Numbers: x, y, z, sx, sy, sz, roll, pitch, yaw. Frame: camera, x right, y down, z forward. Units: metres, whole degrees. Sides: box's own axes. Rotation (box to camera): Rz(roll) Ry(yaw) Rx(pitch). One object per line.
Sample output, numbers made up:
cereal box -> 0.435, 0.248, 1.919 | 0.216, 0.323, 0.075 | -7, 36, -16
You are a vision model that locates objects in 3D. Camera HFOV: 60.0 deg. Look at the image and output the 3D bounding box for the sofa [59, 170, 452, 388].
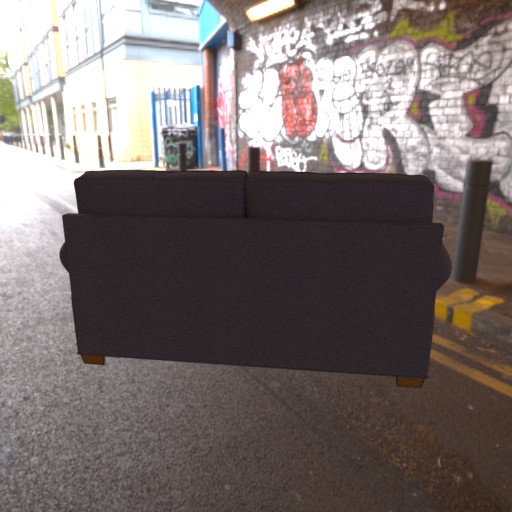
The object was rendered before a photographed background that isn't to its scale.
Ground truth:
sofa -> 0.000, 0.000, 2.571 | 2.009, 1.031, 0.951 | 2, 16, 7
